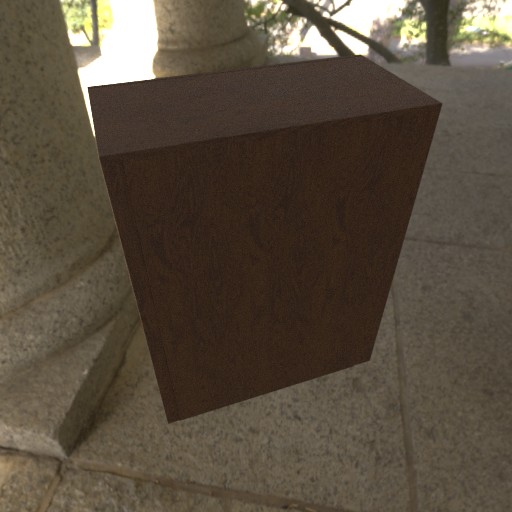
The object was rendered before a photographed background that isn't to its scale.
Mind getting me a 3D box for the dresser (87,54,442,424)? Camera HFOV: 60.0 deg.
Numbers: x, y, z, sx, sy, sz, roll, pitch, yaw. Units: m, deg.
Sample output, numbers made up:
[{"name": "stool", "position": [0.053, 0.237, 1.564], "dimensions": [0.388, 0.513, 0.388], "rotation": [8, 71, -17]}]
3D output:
[{"name": "dresser", "position": [0.000, 0.000, 1.779], "dimensions": [0.964, 1.320, 0.516], "rotation": [-13, 43, -14]}]
